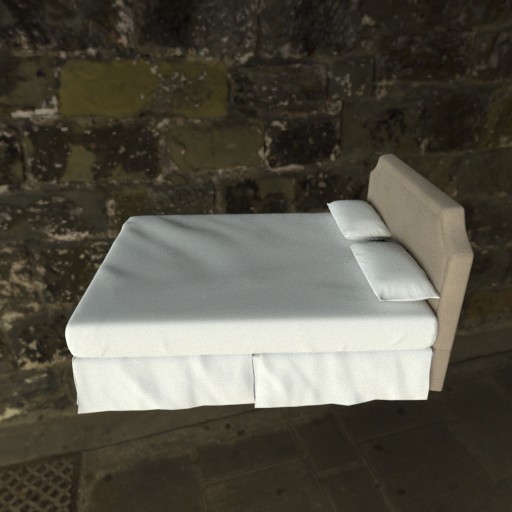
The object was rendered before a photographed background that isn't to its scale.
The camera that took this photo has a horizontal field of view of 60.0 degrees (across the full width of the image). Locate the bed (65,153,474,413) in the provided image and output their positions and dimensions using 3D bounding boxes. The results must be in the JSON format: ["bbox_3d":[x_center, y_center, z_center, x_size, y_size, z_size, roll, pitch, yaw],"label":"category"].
[{"bbox_3d":[0.000,0.000,3.526,2.498,1.293,1.977,-1,26,-2],"label":"bed"}]
